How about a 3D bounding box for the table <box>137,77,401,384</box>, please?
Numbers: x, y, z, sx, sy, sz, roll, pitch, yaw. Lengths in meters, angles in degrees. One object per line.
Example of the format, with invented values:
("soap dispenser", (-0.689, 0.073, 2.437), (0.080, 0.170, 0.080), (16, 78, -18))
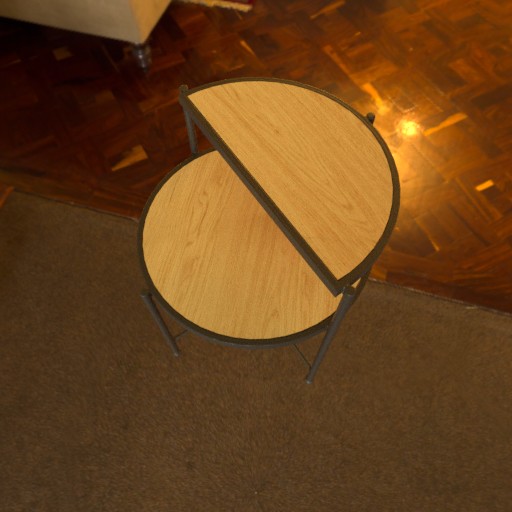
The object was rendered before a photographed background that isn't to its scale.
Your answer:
("table", (0.000, 0.000, 1.188), (0.628, 0.684, 0.629), (-30, 66, -15))
